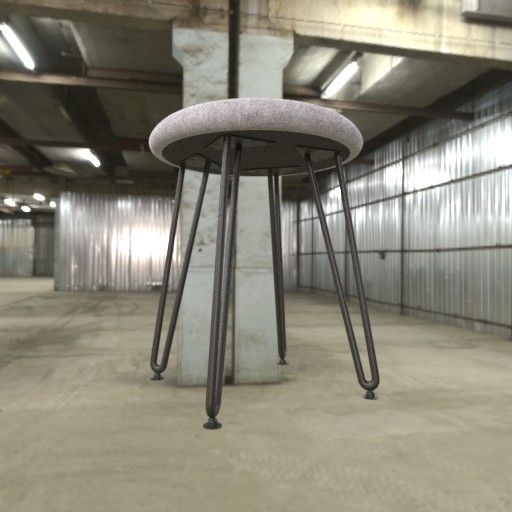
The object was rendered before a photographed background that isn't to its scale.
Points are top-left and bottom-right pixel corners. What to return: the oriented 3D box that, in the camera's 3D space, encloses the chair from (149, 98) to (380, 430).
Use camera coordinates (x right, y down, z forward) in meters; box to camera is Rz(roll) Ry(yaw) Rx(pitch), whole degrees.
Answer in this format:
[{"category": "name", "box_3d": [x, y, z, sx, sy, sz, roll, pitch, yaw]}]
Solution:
[{"category": "chair", "box_3d": [0.000, 0.000, 0.654, 0.350, 0.386, 0.350, 0, -1, 17]}]
